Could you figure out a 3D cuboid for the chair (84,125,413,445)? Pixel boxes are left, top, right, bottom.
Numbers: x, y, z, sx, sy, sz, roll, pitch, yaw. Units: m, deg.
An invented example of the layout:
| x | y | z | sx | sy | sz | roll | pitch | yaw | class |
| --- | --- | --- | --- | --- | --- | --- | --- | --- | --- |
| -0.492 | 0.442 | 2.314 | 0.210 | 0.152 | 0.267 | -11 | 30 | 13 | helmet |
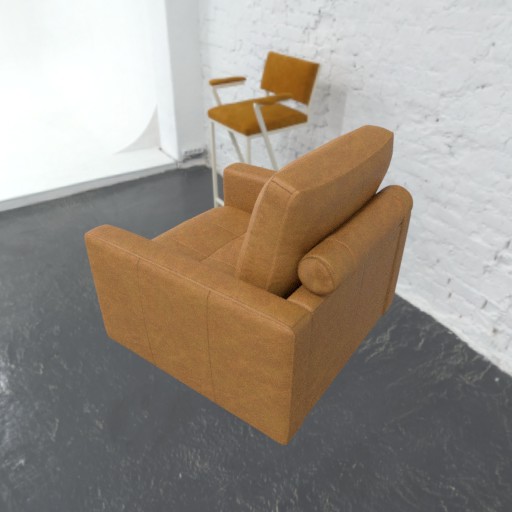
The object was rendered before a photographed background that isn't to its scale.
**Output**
| x | y | z | sx | sy | sz | roll | pitch | yaw | class |
| --- | --- | --- | --- | --- | --- | --- | --- | --- | --- |
| 0.000 | 0.000 | 1.563 | 0.868 | 0.896 | 0.831 | 21 | 38 | 30 | chair |
